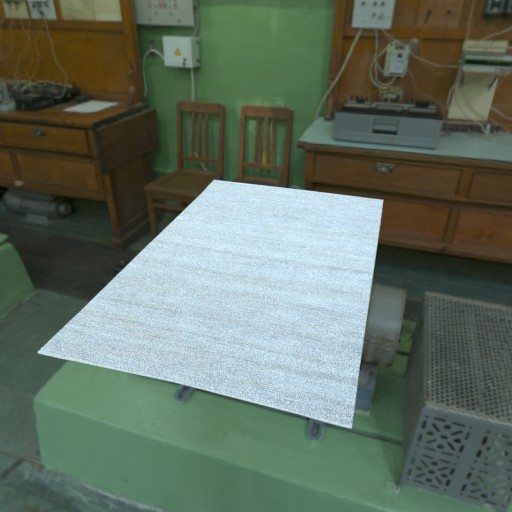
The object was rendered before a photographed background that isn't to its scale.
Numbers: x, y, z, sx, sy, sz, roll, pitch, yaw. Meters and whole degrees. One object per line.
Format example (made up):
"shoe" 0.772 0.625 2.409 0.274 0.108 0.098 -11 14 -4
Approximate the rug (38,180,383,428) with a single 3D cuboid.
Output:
"rug" 0.000 0.000 2.272 1.179 0.022 1.820 9 33 14
